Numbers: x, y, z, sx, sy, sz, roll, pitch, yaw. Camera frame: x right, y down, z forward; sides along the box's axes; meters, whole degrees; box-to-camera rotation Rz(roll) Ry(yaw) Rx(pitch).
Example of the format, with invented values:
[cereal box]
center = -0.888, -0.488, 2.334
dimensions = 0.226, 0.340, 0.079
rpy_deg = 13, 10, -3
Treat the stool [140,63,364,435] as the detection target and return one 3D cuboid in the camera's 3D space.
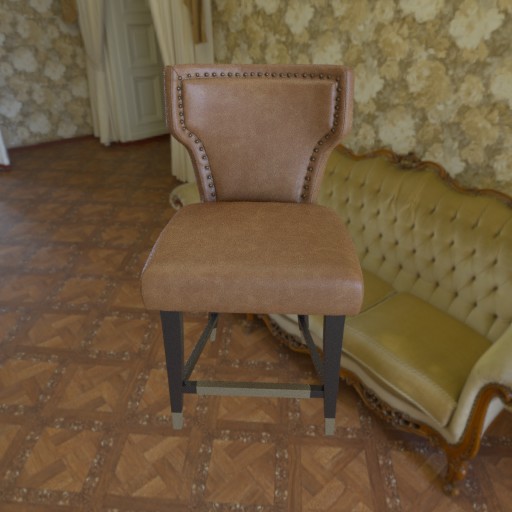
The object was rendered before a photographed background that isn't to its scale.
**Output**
[stool]
center = 0.000, 0.000, 1.278
dimensions = 0.526, 0.982, 0.563
rpy_deg = 1, 30, 2
